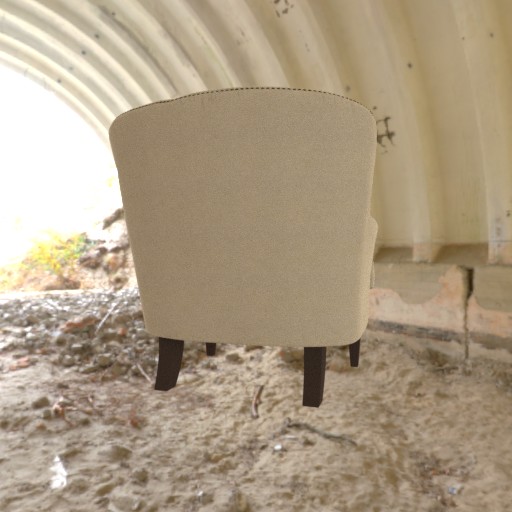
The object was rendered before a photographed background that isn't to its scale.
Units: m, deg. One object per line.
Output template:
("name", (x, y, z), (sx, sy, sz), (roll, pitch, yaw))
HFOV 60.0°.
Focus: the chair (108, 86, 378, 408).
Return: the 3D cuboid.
("chair", (0.000, 0.000, 1.568), (0.848, 0.868, 0.906), (0, 0, 19))
